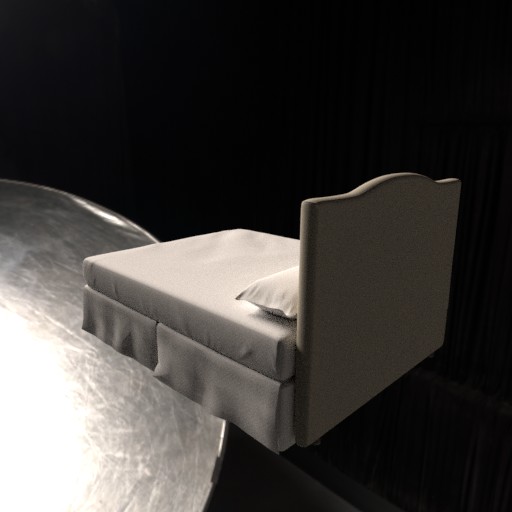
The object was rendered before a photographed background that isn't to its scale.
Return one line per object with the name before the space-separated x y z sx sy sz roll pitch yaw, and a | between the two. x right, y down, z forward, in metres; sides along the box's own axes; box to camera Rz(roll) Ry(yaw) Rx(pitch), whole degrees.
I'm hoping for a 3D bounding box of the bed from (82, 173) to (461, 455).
bed | 0.000 0.000 3.587 1.977 1.437 2.477 -14 20 -43
